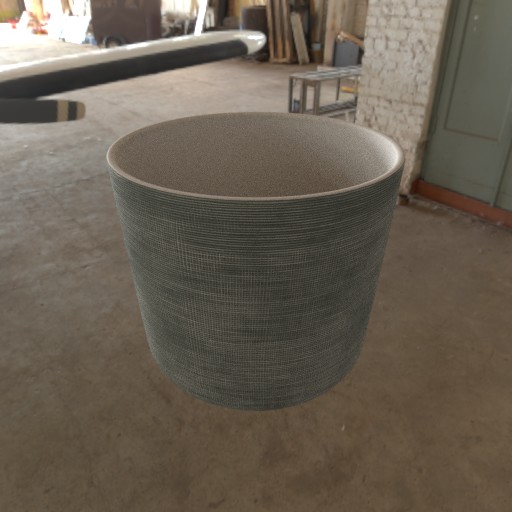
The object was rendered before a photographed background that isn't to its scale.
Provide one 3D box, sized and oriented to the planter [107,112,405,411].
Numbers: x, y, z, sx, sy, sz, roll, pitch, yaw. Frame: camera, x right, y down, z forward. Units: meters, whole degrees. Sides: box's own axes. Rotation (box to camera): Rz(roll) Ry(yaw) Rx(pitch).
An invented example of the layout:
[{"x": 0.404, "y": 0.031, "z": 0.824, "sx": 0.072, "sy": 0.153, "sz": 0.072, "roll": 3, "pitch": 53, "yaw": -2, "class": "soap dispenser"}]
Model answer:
[{"x": 0.000, "y": 0.000, "z": 0.778, "sx": 0.440, "sy": 0.398, "sz": 0.440, "roll": 0, "pitch": 30, "yaw": 0, "class": "planter"}]
